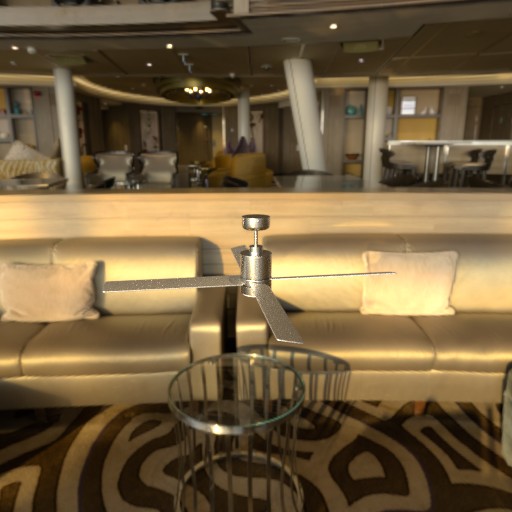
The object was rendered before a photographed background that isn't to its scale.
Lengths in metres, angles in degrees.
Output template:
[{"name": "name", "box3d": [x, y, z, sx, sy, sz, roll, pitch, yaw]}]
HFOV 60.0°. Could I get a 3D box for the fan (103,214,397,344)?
[{"name": "fan", "box3d": [0.000, 0.000, 1.970, 1.322, 0.355, 1.322, -2, 14, -9]}]
